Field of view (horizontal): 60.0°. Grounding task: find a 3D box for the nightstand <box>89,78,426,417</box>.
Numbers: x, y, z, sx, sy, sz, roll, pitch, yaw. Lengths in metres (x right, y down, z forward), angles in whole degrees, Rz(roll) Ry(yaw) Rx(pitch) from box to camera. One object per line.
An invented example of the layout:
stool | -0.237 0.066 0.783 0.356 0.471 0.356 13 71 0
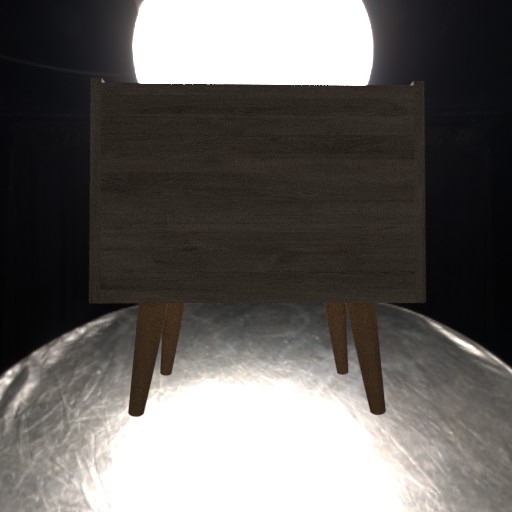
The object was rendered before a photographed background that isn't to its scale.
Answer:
nightstand | 0.000 0.000 0.822 0.480 0.500 0.380 0 -1 -1
